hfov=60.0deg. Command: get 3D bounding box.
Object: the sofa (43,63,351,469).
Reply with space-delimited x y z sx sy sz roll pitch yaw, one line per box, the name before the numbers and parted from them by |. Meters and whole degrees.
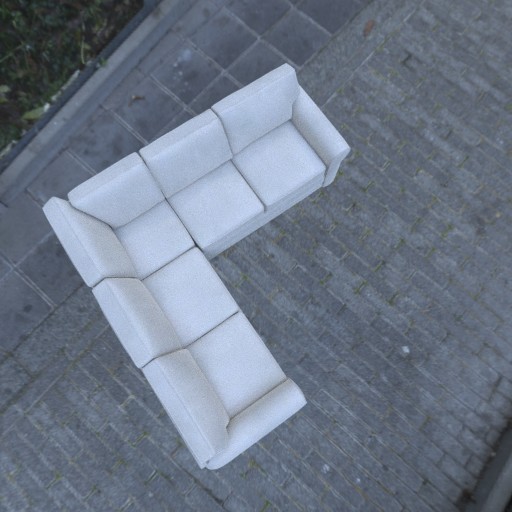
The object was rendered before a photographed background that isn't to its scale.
sofa | 0.000 0.000 3.903 2.569 1.054 2.487 -34 78 -8
